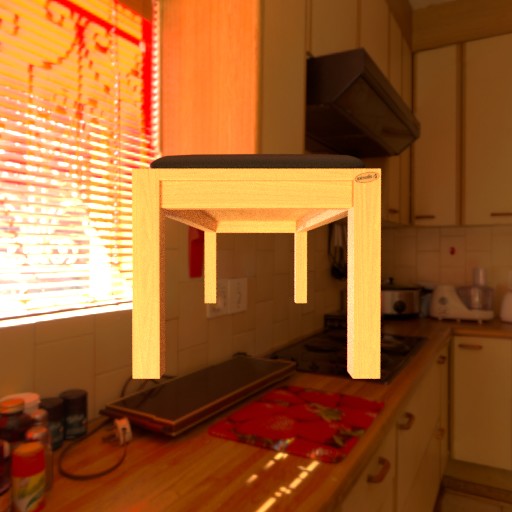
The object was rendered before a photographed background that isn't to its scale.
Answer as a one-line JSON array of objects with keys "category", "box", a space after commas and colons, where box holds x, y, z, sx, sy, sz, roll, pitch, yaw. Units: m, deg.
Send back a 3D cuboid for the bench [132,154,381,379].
[{"category": "bench", "box": [0.000, 0.000, 1.401, 0.450, 0.430, 1.202, 0, 1, 0]}]
